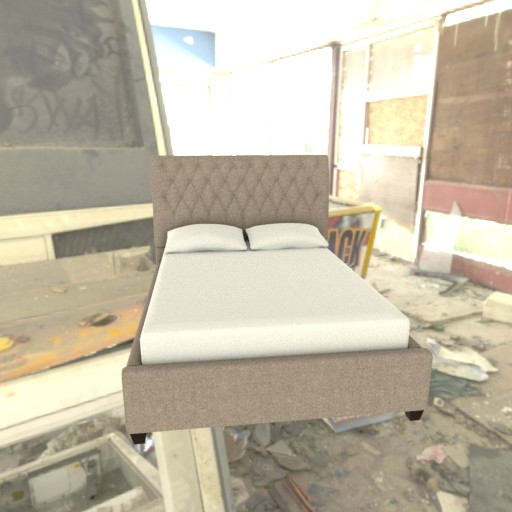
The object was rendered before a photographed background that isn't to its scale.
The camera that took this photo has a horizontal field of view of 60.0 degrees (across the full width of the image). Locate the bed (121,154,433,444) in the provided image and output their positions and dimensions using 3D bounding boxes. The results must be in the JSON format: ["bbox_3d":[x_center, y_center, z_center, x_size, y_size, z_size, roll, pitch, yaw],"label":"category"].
[{"bbox_3d":[0.000,0.000,3.276,1.645,1.371,2.252,-2,15,-7],"label":"bed"}]
